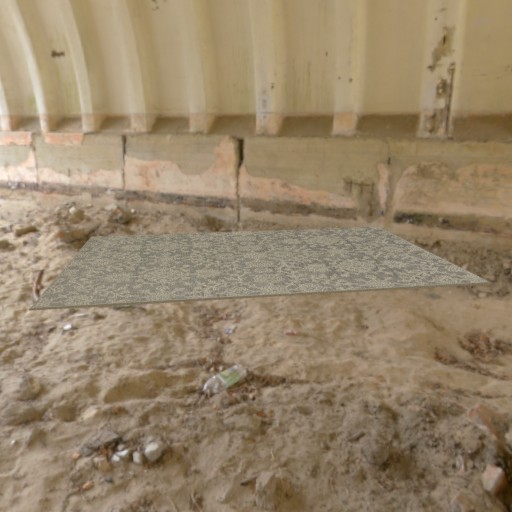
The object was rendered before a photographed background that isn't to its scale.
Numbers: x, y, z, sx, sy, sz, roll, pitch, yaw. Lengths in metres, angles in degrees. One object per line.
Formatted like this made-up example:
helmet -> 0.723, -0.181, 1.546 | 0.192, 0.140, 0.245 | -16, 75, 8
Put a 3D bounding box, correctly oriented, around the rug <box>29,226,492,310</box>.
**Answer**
rug -> 0.000, 0.000, 3.013 | 2.430, 0.010, 1.515 | -2, 16, -9
